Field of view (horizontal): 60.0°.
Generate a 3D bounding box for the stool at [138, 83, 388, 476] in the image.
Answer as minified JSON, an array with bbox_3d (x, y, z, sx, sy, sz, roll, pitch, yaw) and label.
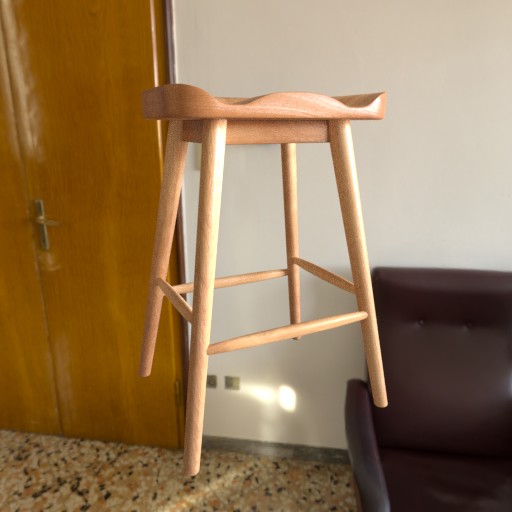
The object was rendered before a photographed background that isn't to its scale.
[{"bbox_3d":[0.000,0.000,0.889,0.440,0.615,0.361,-8,18,-26],"label":"stool"}]
